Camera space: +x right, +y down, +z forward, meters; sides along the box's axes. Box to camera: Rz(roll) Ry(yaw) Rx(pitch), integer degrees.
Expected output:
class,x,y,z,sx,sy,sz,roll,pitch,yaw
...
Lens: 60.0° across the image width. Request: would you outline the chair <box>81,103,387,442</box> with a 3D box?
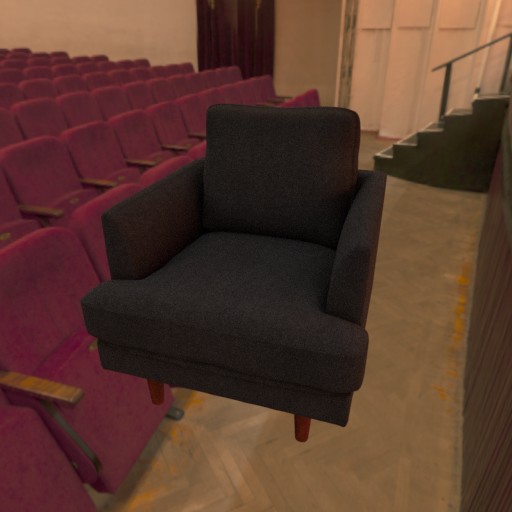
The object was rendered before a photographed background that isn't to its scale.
class,x,y,z,sx,sy,sz,roll,pitch,yaw
chair,0.000,0.000,1.584,0.858,0.957,0.899,8,27,16
